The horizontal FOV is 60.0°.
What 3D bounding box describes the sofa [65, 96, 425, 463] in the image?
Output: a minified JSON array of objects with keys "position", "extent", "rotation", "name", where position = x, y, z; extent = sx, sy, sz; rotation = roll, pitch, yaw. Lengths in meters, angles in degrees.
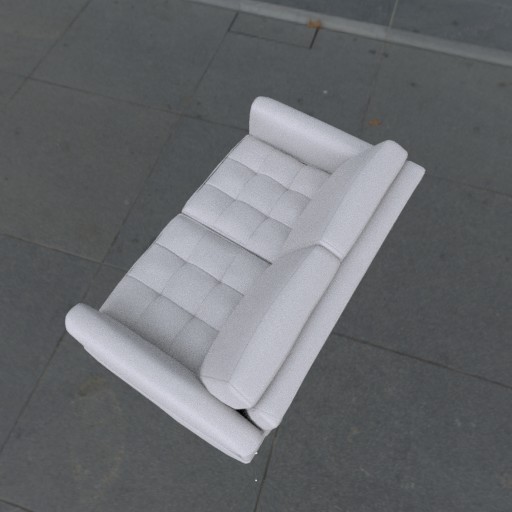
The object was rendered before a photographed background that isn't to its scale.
[{"position":[0.000,0.000,2.416],"extent":[1.121,0.930,1.819],"rotation":[30,67,14],"name":"sofa"}]
